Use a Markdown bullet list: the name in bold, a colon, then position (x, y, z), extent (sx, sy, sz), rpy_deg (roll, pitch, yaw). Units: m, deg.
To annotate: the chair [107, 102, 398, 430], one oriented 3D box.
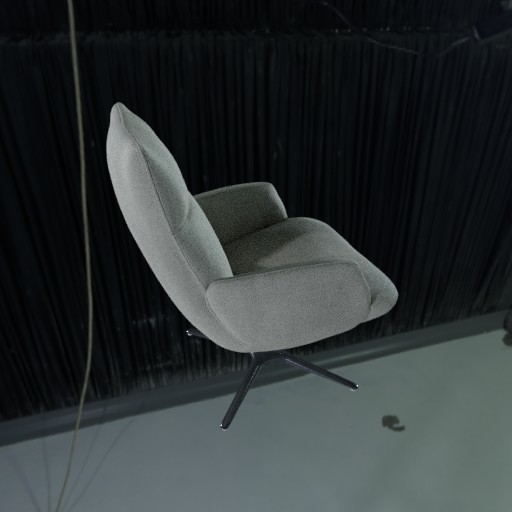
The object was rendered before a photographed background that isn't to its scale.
- **chair**: position (0.000, 0.000, 1.579), extent (0.889, 1.016, 0.711), rpy_deg (-11, 32, -17)
